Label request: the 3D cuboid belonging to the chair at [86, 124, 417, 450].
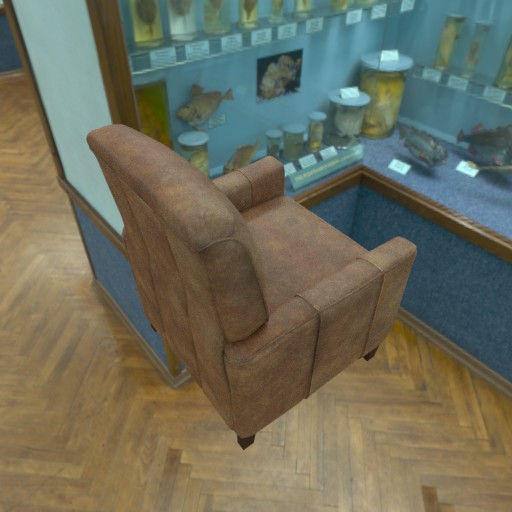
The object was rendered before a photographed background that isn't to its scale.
[{"bbox_3d":[0.000,0.000,1.667,0.836,1.043,0.843,-26,47,-27],"label":"chair"}]
